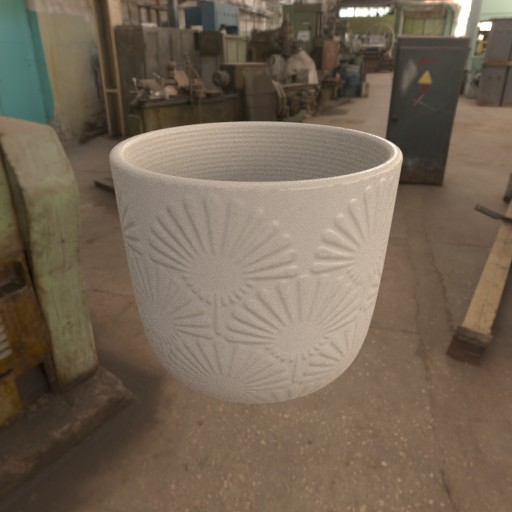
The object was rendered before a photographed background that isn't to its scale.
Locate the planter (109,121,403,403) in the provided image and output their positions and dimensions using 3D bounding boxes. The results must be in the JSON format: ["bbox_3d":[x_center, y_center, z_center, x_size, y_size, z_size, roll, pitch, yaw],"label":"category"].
[{"bbox_3d":[0.000,0.000,0.218,0.124,0.109,0.124,0,26,0],"label":"planter"}]
